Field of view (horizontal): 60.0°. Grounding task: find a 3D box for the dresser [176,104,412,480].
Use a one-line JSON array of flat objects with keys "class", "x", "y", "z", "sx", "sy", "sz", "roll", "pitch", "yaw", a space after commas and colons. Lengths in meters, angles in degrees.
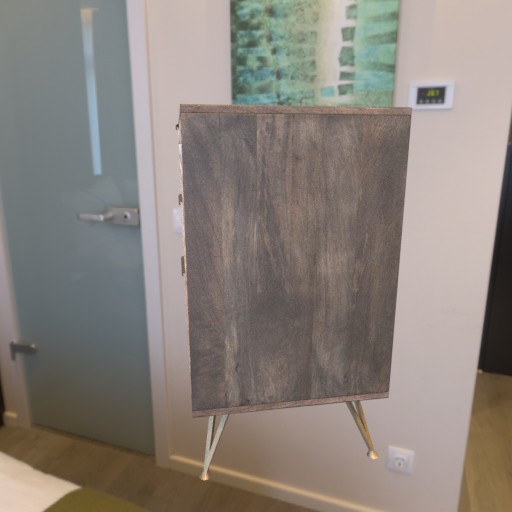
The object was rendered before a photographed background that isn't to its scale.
[{"class": "dresser", "x": 0.000, "y": 0.000, "z": 1.359, "sx": 0.453, "sy": 0.801, "sz": 0.923, "roll": -2, "pitch": 14, "yaw": -10}]
